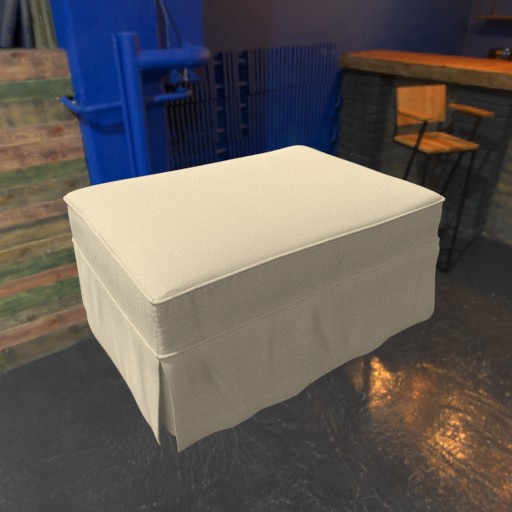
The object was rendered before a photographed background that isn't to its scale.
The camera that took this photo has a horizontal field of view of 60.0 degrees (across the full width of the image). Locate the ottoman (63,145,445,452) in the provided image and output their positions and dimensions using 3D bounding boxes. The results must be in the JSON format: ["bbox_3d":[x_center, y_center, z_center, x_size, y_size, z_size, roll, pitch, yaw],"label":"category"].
[{"bbox_3d":[0.000,0.000,1.353,0.959,0.482,0.721,-19,35,-30],"label":"ottoman"}]
